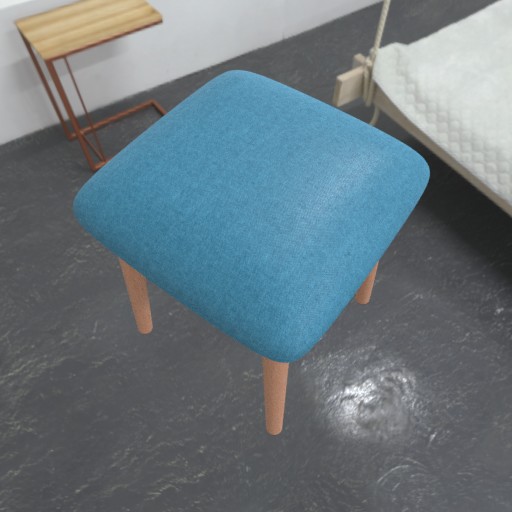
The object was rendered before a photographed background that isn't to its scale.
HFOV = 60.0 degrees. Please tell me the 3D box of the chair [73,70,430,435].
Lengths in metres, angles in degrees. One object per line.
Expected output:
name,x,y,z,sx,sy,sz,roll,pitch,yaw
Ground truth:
chair,0.000,0.000,0.716,0.360,0.450,0.360,32,64,18
